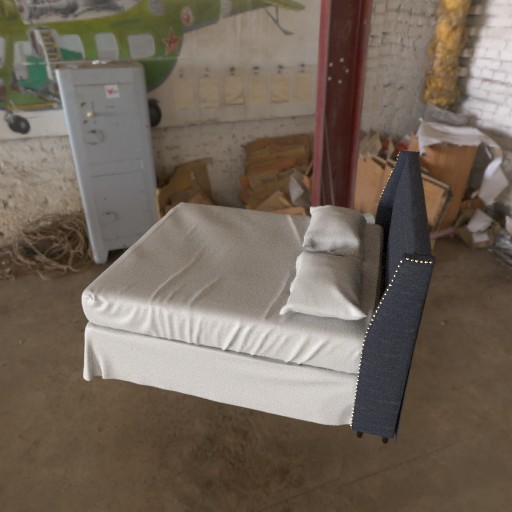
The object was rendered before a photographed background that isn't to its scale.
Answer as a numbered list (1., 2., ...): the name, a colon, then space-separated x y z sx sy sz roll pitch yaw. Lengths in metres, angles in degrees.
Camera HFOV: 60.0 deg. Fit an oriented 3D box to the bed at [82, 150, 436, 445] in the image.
1. bed: 0.000 0.000 3.419 2.276 1.332 1.925 8 30 13
